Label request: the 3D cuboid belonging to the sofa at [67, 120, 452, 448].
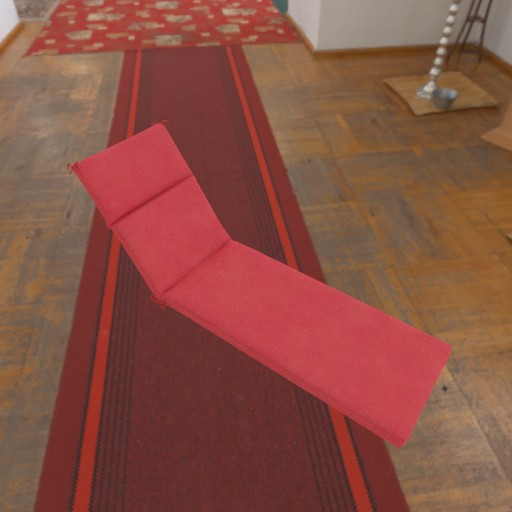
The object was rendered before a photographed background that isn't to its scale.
[{"bbox_3d":[0.000,0.000,1.891,1.663,0.622,0.582,26,48,27],"label":"sofa"}]
